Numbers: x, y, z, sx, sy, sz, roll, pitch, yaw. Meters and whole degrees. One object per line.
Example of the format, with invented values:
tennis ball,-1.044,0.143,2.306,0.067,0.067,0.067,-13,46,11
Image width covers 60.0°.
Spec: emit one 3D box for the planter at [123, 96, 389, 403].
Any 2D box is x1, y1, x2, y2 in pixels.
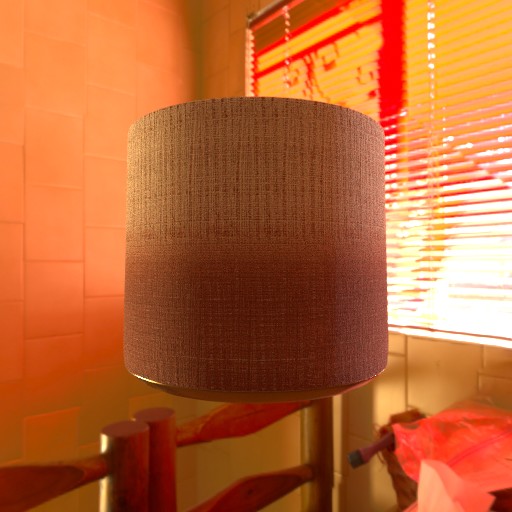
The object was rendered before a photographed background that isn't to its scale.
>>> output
planter,0.000,0.000,0.387,0.221,0.201,0.221,0,-1,0
